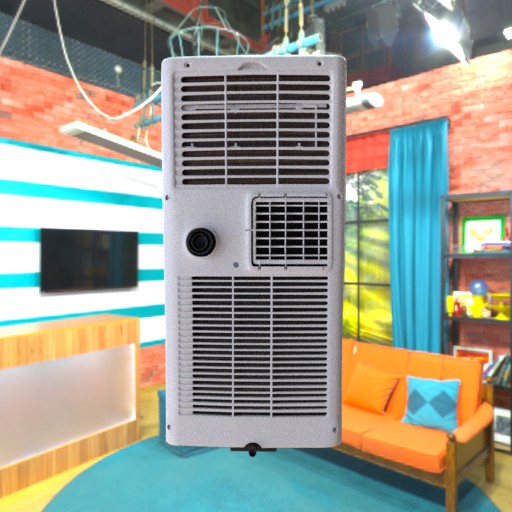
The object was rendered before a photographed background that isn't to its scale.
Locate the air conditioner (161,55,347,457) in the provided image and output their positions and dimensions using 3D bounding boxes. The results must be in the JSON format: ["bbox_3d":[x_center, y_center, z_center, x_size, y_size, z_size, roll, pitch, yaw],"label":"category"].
[{"bbox_3d":[0.000,0.000,0.803,0.304,0.606,0.349,0,0,2],"label":"air conditioner"}]
